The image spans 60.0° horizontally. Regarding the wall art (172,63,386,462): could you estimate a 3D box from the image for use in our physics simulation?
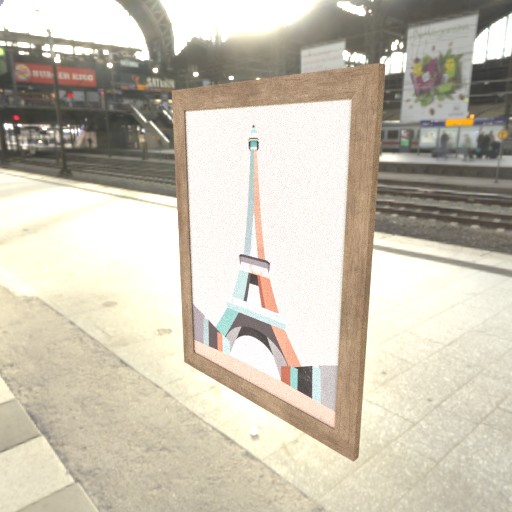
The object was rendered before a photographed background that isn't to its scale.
[{"bbox_3d":[0.000,0.000,0.924,0.018,0.686,0.534,-14,20,-43],"label":"wall art"}]
